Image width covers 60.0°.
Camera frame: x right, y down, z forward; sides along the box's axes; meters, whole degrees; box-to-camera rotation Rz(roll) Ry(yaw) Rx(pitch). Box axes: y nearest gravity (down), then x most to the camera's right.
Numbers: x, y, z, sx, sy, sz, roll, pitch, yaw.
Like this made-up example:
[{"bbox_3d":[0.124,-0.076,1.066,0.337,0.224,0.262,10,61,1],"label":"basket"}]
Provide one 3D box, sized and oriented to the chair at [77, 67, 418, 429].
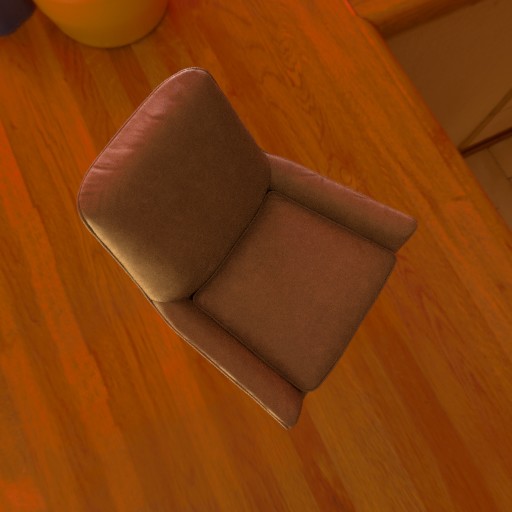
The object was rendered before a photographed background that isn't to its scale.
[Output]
[{"bbox_3d":[0.000,0.000,1.477,0.824,0.888,0.787,33,78,8],"label":"chair"}]
